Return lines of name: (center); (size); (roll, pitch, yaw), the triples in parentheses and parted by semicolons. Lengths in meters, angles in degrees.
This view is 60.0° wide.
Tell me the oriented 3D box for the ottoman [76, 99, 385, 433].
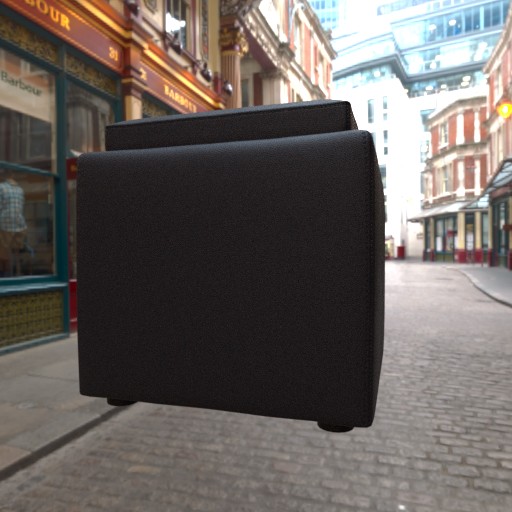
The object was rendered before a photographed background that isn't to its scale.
ottoman: (0.000, 0.000, 0.814); (0.450, 0.460, 0.451); (0, 0, 18)
